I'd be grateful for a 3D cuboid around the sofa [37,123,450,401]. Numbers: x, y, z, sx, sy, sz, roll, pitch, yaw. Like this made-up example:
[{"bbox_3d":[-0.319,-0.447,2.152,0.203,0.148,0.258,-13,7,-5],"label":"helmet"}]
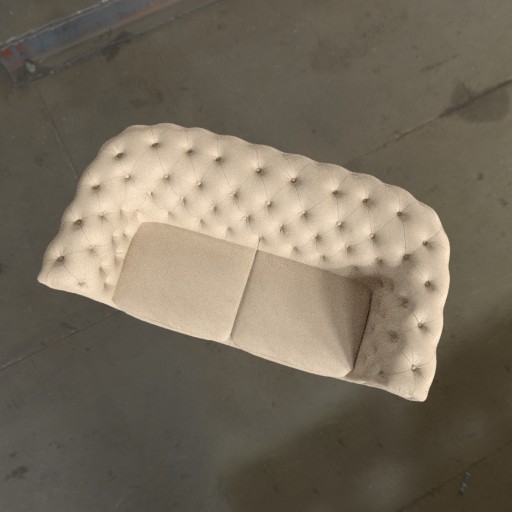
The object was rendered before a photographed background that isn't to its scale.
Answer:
[{"bbox_3d":[0.000,0.000,2.532,1.988,0.835,1.069,17,77,4],"label":"sofa"}]
